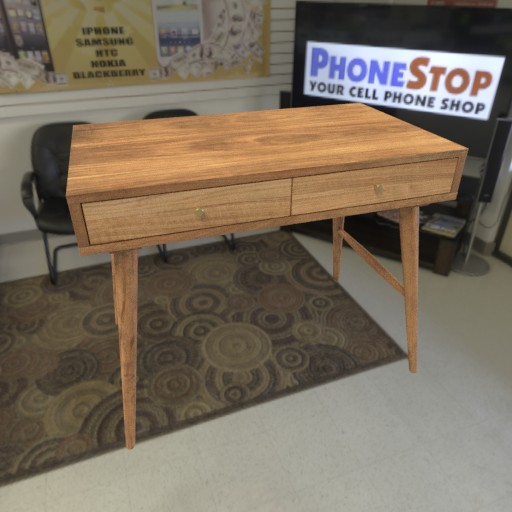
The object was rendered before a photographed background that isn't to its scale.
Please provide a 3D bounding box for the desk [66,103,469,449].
[{"bbox_3d":[0.000,0.000,1.398,0.949,0.758,0.588,-10,32,-15],"label":"desk"}]
